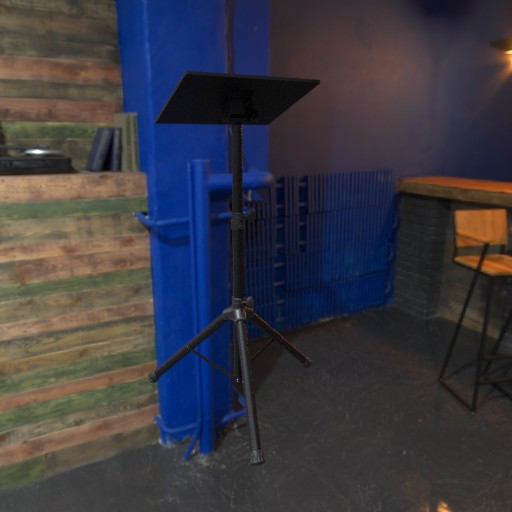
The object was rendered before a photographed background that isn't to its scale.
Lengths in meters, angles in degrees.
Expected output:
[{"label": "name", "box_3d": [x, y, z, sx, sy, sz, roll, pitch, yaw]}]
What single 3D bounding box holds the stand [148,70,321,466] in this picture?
[{"label": "stand", "box_3d": [0.000, 0.000, 1.617, 0.702, 1.198, 0.702, -8, 17, -26]}]
